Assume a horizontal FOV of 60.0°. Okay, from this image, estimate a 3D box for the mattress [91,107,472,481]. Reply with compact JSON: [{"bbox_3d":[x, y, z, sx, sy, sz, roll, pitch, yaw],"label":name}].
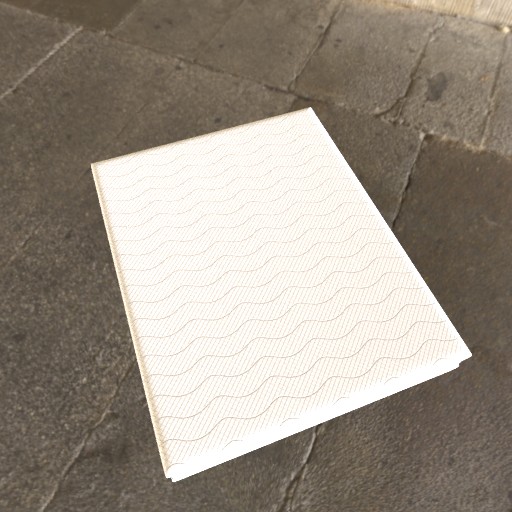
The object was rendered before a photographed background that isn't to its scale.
[{"bbox_3d":[0.000,0.000,2.682,1.600,0.230,2.000,-18,60,-11],"label":"mattress"}]
